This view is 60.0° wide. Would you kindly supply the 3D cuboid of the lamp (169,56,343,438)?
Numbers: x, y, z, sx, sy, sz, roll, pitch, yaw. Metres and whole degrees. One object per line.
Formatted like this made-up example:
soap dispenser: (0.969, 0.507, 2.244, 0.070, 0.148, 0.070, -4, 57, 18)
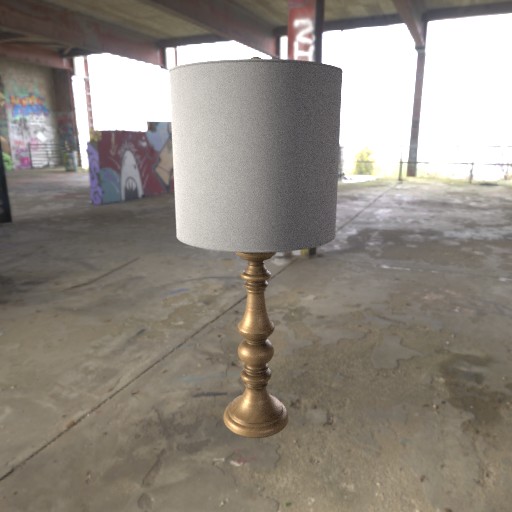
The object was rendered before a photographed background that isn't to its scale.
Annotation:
lamp: (0.000, 0.000, 0.718, 0.250, 0.597, 0.250, 14, 20, 42)
